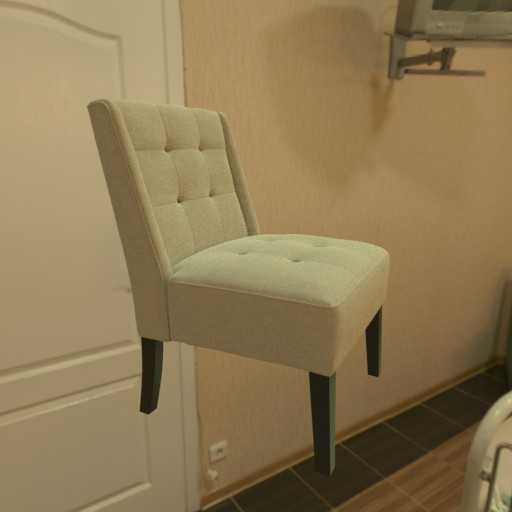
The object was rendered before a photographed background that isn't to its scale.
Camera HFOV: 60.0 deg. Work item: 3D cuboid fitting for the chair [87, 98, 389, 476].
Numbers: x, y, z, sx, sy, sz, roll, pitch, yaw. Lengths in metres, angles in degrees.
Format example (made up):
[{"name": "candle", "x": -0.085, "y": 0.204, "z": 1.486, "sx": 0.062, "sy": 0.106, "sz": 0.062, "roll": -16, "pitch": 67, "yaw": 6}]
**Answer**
[{"name": "chair", "x": 0.000, "y": 0.000, "z": 1.281, "sx": 0.676, "sy": 0.853, "sz": 0.569, "roll": 7, "pitch": 16, "yaw": 26}]
